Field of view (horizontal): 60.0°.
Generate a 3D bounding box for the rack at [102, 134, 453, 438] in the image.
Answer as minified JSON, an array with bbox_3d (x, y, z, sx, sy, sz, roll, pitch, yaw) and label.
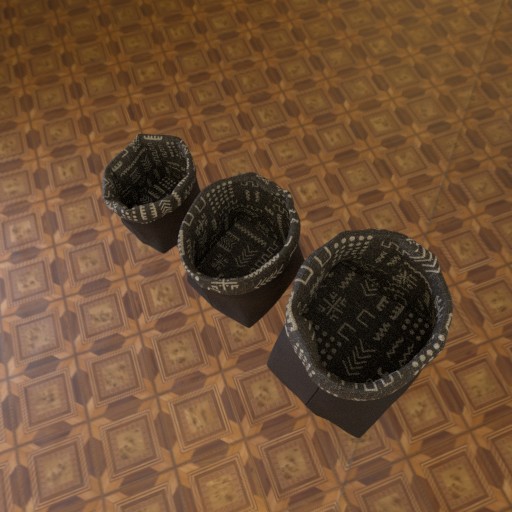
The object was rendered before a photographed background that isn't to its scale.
[{"bbox_3d":[0.000,0.000,1.064,0.905,0.323,0.379,35,69,15],"label":"rack"}]
